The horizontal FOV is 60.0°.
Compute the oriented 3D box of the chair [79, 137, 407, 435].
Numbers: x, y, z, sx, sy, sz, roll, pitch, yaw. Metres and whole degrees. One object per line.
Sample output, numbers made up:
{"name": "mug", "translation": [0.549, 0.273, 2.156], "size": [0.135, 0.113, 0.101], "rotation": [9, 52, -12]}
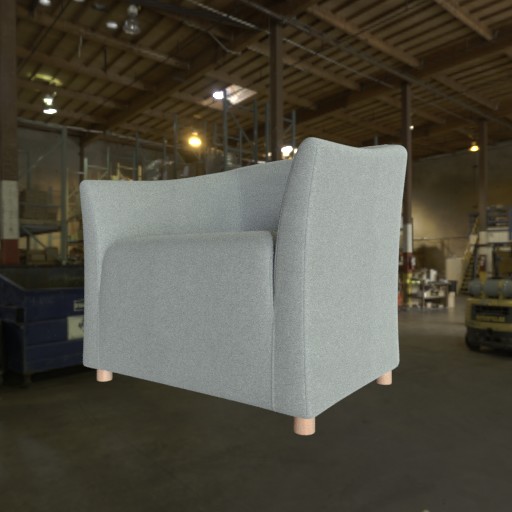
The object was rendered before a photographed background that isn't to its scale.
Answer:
{"name": "chair", "translation": [0.000, 0.000, 1.331], "size": [0.790, 0.720, 0.700], "rotation": [-1, -1, 36]}
